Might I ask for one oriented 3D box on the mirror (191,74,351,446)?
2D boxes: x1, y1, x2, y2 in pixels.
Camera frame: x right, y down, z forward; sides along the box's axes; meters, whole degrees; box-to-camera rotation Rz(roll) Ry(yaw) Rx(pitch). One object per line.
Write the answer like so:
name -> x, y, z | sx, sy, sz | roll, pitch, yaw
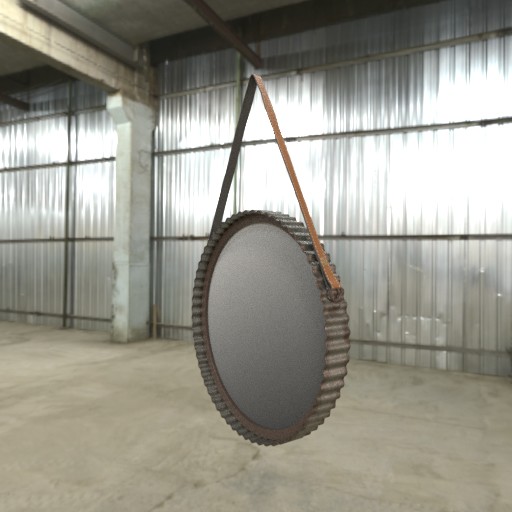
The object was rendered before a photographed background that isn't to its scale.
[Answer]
mirror -> 0.000, 0.000, 0.696 | 0.042, 0.568, 0.355 | 0, 0, -36
